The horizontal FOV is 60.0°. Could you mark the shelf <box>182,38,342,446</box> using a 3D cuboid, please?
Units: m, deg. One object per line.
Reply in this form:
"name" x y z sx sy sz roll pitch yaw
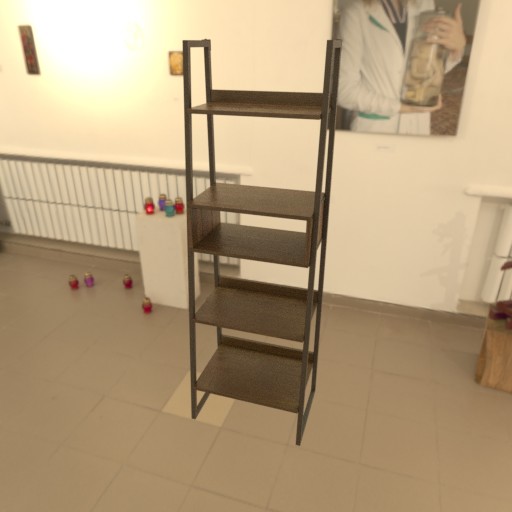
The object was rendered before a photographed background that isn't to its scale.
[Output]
"shelf" 0.000 0.000 2.273 0.652 2.005 0.454 8 27 16
